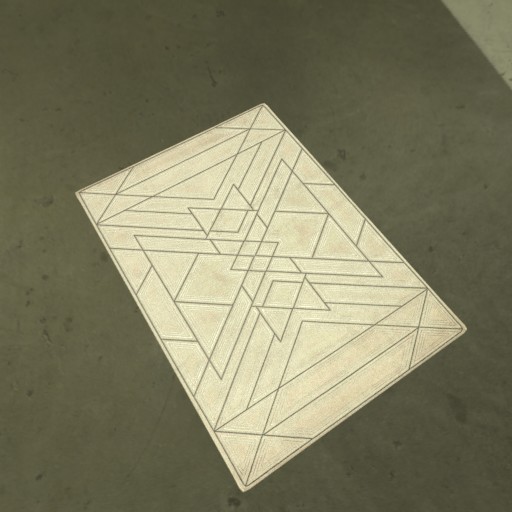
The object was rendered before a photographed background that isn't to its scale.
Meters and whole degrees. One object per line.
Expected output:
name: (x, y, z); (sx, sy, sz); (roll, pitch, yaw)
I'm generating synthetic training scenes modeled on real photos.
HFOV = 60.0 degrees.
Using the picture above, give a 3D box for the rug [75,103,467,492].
rug: (0.000, 0.000, 4.391); (2.436, 0.026, 3.381); (-30, 67, -14)
